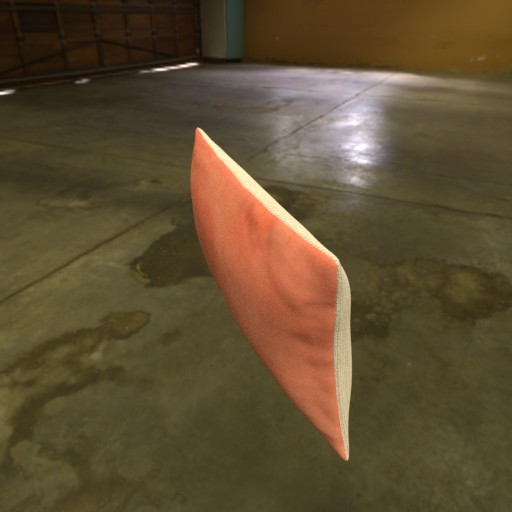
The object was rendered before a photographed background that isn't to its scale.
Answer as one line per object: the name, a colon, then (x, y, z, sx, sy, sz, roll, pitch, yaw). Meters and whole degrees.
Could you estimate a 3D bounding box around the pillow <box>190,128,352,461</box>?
pillow: (0.000, 0.000, 0.748, 0.155, 0.307, 0.608, -9, 30, -17)
